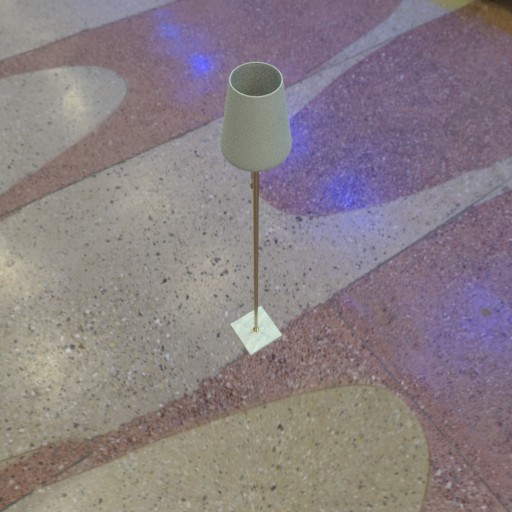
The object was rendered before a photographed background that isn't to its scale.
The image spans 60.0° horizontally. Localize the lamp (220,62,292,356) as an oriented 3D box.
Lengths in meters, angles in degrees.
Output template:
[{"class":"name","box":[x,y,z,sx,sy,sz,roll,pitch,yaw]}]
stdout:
[{"class":"lamp","box":[0.000,0.000,1.936,0.229,1.813,0.232,-29,64,-16]}]
